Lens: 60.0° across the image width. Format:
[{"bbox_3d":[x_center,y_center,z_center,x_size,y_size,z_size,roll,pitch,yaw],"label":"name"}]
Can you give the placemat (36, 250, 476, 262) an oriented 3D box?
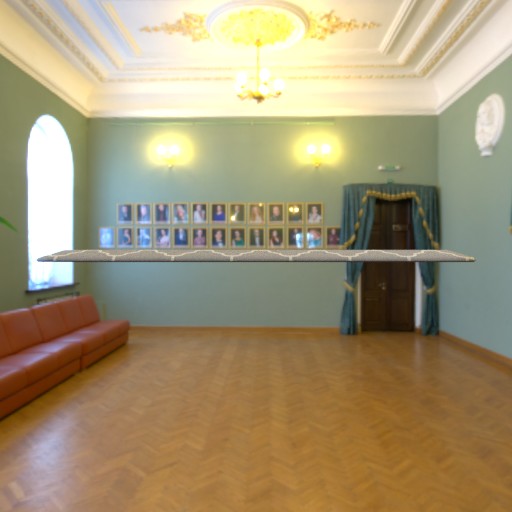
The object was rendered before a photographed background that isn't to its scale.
[{"bbox_3d":[0.000,0.000,0.992,0.762,0.021,0.508,0,0,0],"label":"placemat"}]
